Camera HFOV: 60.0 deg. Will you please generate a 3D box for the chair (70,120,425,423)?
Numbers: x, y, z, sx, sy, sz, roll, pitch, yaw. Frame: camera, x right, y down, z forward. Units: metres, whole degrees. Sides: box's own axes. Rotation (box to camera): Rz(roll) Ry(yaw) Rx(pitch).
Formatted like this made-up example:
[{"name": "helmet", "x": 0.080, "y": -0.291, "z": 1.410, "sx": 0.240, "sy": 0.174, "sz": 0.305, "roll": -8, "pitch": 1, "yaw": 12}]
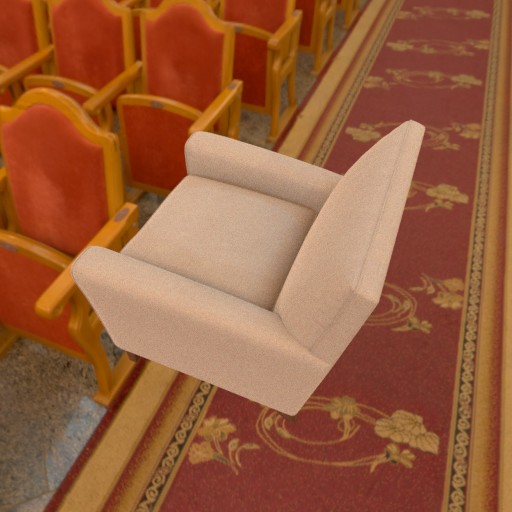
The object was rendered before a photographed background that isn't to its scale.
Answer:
[{"name": "chair", "x": 0.000, "y": 0.000, "z": 1.589, "sx": 0.871, "sy": 0.846, "sz": 0.840, "roll": 16, "pitch": 49, "yaw": 15}]
